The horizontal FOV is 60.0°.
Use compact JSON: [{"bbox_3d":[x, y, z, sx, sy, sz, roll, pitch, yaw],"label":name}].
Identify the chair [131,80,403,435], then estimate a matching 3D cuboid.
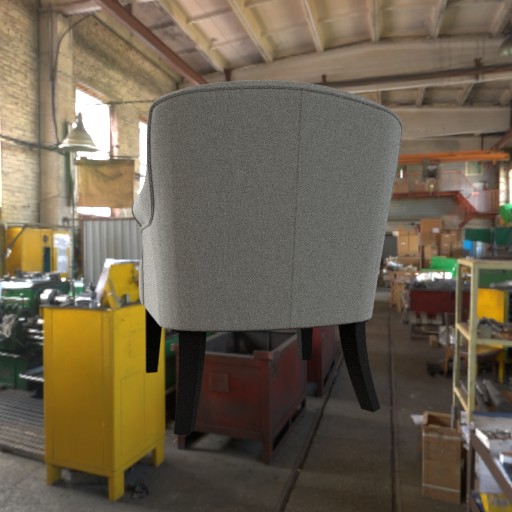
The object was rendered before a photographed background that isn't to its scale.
[{"bbox_3d":[0.000,0.000,1.444,0.772,0.880,0.755,0,2,-17],"label":"chair"}]
